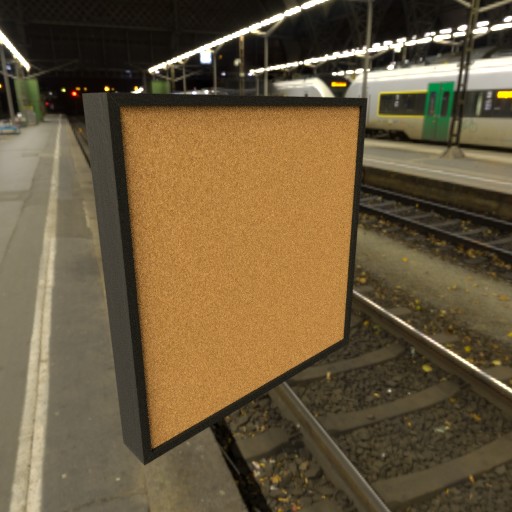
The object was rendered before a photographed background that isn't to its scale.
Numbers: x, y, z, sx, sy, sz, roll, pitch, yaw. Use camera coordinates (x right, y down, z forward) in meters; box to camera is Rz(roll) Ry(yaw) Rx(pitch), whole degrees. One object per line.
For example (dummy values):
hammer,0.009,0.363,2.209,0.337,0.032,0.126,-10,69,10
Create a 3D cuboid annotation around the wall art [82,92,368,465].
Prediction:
wall art,0.000,0.000,0.450,0.305,0.305,0.037,-17,25,-41
